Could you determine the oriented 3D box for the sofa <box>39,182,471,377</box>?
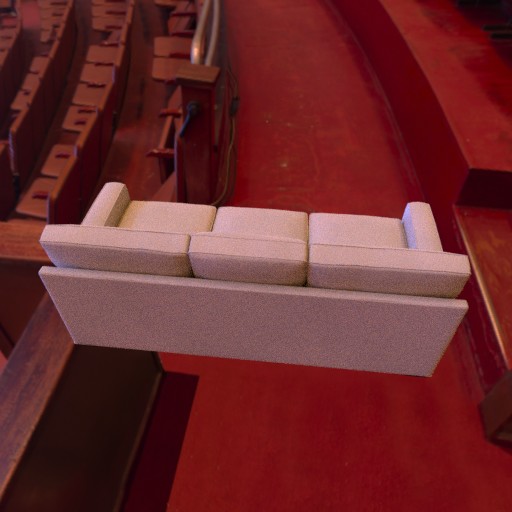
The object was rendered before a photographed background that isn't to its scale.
[{"bbox_3d":[0.000,0.000,2.612,2.088,0.862,0.935,4,46,4],"label":"sofa"}]
